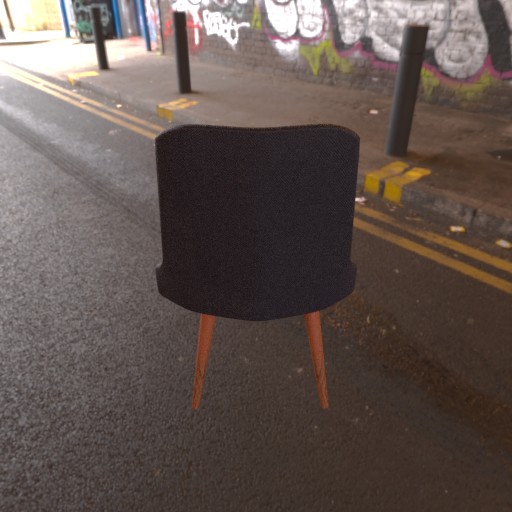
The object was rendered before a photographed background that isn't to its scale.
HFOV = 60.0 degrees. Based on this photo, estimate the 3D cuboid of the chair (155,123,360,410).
[{"bbox_3d":[0.000,0.000,1.168,0.504,0.820,0.567,0,31,-1],"label":"chair"}]
